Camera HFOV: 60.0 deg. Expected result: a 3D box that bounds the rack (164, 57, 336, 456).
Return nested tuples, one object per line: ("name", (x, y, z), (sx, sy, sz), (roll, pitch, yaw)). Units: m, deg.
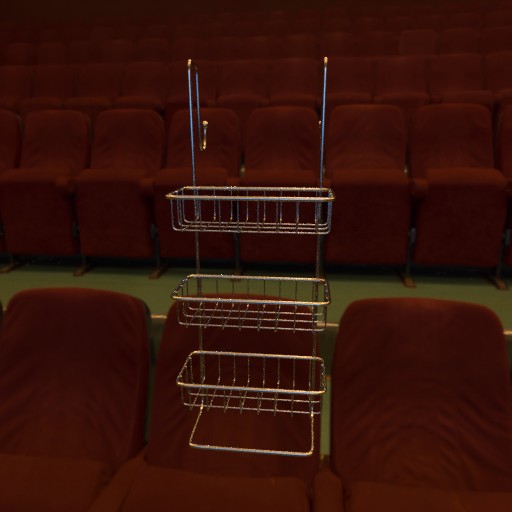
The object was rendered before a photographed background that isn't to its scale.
("rack", (0.000, 0.000, 0.692), (0.228, 0.574, 0.202), (2, 15, 6))
